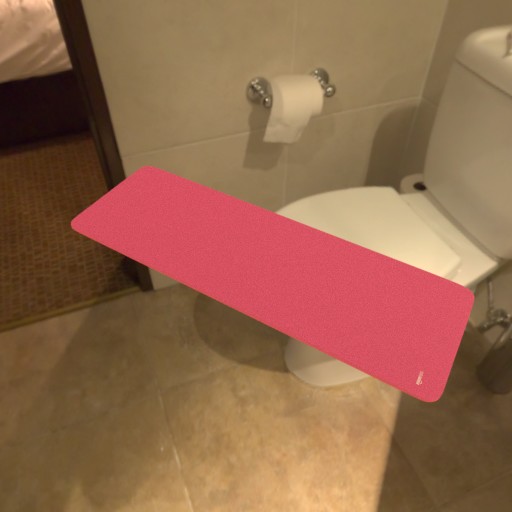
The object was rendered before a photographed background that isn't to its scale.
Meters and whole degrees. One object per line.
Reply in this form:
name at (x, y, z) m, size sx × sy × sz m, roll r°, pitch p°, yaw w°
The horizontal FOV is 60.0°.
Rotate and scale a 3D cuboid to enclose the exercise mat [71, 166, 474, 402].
exercise mat at (0.000, 0.000, 2.090) m, size 1.884 × 0.021 × 0.616 m, roll 23°, pitch 50°, yaw 21°
